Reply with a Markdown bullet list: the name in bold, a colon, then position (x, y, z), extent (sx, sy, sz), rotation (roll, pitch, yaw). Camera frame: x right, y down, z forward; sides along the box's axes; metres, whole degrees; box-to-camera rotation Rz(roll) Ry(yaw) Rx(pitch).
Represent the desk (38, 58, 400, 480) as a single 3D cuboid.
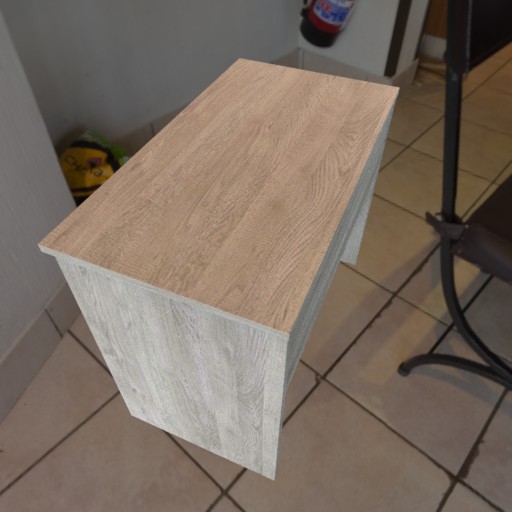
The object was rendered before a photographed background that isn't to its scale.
- **desk**: position (0.000, 0.000, 1.300), extent (0.498, 0.724, 0.893), rotation (17, 49, 16)
